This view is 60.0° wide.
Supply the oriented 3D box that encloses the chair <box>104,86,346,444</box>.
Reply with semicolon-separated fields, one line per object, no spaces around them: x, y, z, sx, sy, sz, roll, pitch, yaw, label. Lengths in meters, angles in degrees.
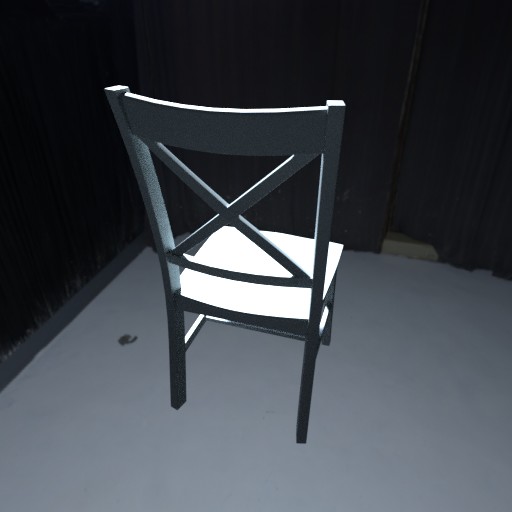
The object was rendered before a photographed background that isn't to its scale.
0.000;0.000;1.285;0.485;0.983;0.542;10;32;15;chair
